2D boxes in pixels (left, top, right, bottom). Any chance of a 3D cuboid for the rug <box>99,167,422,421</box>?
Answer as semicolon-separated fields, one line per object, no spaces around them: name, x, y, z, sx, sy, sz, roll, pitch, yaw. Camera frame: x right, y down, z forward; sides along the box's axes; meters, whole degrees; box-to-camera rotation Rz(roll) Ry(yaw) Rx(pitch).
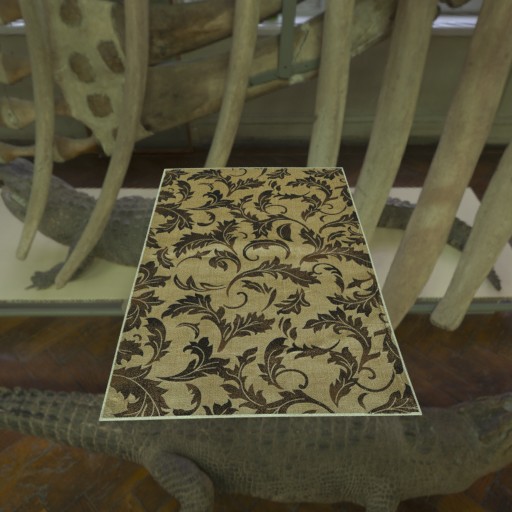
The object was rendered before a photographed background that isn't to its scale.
rug;0.000;0.000;2.924;1.522;0.008;2.284;-1;41;-1
